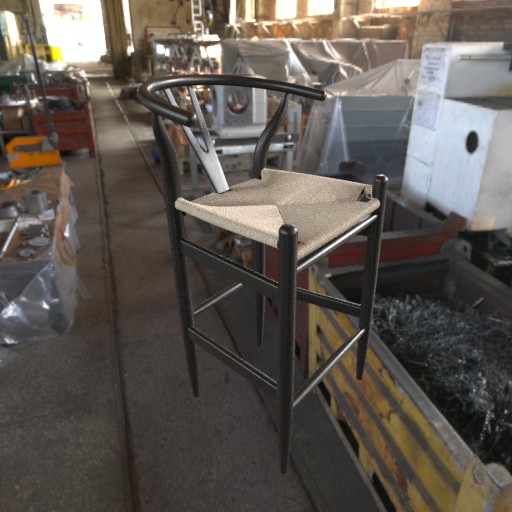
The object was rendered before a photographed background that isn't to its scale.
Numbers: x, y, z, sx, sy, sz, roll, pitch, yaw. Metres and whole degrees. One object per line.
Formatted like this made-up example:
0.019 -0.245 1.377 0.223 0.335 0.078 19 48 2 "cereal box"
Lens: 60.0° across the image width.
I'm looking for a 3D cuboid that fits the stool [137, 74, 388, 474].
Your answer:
0.000 0.000 1.312 0.579 0.970 0.569 19 32 33 "stool"
